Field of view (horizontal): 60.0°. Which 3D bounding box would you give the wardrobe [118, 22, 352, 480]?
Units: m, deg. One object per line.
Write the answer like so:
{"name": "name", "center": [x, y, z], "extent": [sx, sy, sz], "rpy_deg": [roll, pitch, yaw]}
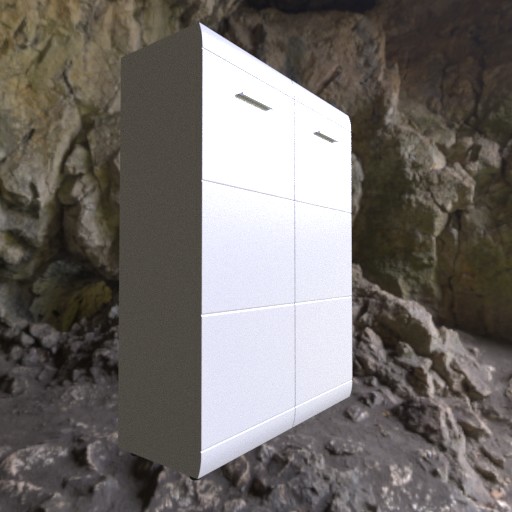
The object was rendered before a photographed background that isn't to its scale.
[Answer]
{"name": "wardrobe", "center": [0.000, 0.000, 1.593], "extent": [0.360, 1.200, 0.900], "rpy_deg": [-1, -2, 37]}
